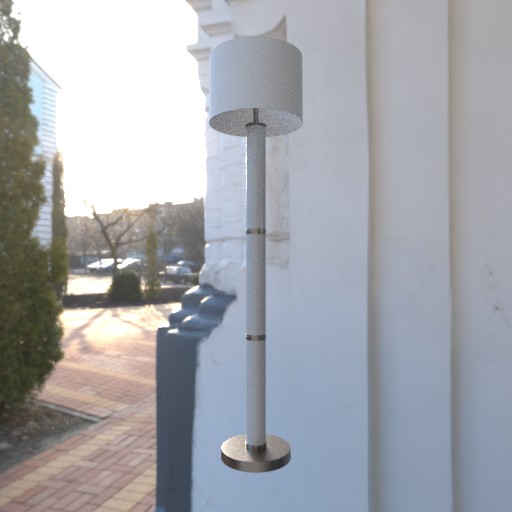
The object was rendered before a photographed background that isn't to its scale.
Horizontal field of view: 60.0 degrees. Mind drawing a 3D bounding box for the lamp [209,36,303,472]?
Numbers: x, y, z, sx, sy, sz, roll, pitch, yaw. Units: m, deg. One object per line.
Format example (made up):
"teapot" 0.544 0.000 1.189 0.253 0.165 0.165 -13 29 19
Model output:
"lamp" 0.000 0.000 1.782 0.377 1.599 0.377 -1 -1 37
